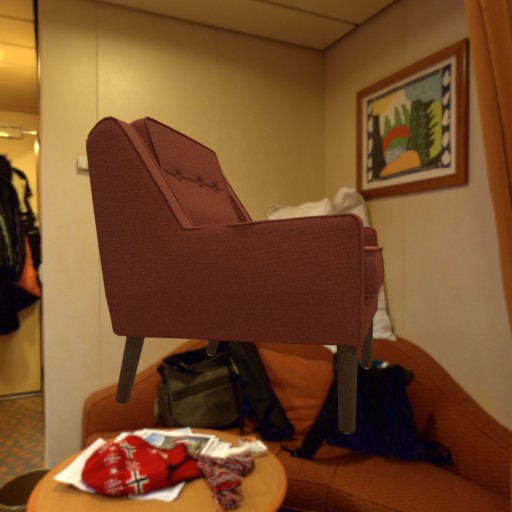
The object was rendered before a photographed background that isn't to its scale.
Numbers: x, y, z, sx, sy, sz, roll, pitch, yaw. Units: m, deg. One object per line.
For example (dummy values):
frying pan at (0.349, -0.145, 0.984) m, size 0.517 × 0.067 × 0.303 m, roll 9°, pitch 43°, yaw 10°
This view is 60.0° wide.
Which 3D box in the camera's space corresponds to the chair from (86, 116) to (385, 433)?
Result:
chair at (0.000, 0.000, 1.403) m, size 0.770 × 0.812 × 0.680 m, roll 0°, pitch 1°, yaw 18°
